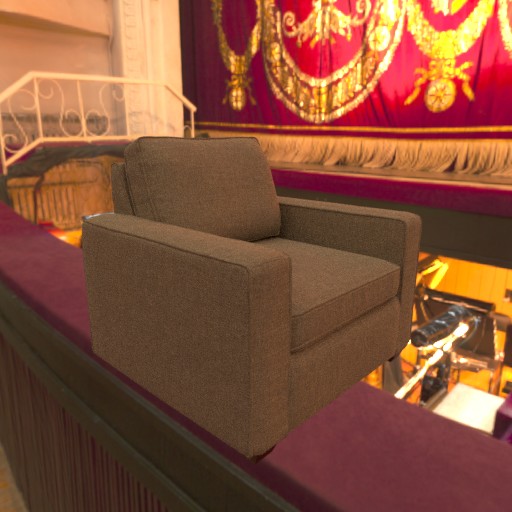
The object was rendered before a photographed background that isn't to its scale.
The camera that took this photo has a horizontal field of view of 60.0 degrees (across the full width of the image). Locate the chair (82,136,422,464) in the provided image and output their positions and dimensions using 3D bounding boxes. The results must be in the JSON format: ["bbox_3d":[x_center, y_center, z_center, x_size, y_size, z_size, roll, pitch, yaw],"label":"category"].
[{"bbox_3d":[0.000,0.000,1.751,0.940,0.914,1.016,14,21,42],"label":"chair"}]
